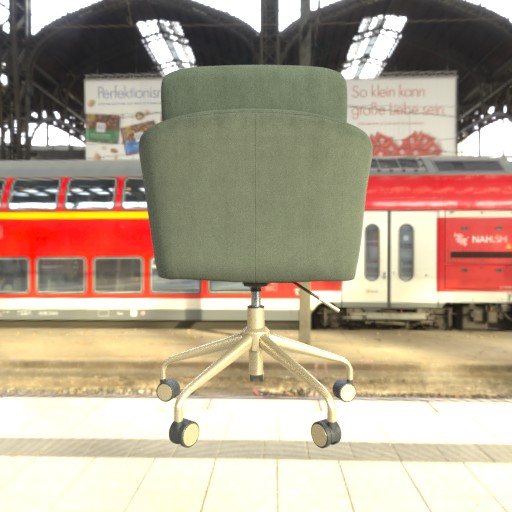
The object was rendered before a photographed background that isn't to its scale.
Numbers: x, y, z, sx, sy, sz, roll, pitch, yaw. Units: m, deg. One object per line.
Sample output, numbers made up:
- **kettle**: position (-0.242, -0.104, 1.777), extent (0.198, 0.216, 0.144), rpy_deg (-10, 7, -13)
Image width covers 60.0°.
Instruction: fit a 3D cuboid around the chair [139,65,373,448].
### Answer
- **chair**: position (0.000, 0.000, 1.331), extent (0.641, 0.908, 0.635), rpy_deg (0, 1, 1)
